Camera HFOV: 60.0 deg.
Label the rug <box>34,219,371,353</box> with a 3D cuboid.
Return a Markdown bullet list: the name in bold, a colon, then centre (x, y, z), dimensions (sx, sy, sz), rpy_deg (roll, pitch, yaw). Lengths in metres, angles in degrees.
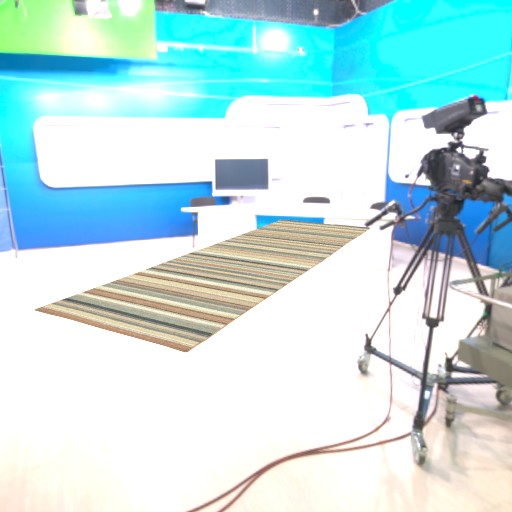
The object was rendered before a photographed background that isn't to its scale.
- **rug**: centre (0.000, 0.000, 2.702), dimensions (0.799, 0.010, 2.444), rpy_deg (8, 17, 27)
